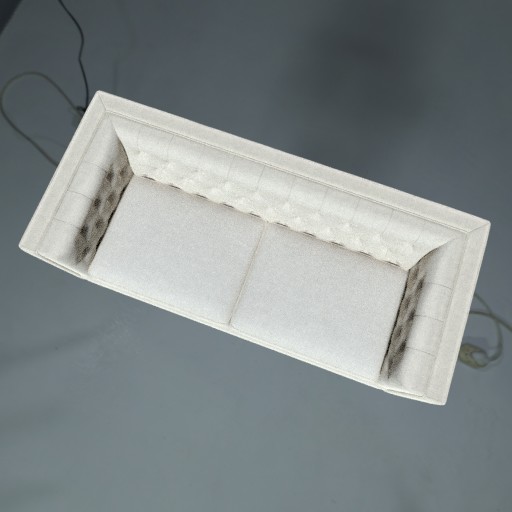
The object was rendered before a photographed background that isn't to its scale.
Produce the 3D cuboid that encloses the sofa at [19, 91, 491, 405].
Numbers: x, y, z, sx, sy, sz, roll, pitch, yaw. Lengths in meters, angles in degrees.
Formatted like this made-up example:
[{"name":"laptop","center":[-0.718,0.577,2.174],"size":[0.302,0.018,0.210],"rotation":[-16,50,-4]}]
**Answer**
[{"name":"sofa","center":[0.000,0.000,2.165],"size":[1.778,0.762,0.775],"rotation":[20,77,5]}]
